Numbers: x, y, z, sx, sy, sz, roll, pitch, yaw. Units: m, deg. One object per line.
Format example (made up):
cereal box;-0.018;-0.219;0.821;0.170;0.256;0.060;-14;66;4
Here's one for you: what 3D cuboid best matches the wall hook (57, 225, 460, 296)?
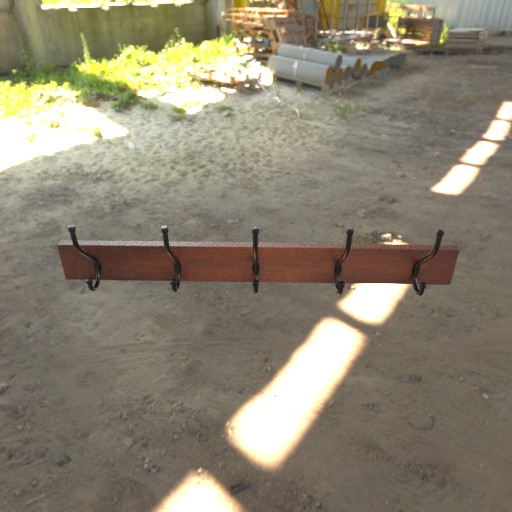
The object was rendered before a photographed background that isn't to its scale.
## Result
wall hook;0.000;0.000;0.611;0.571;0.117;0.071;1;30;1
